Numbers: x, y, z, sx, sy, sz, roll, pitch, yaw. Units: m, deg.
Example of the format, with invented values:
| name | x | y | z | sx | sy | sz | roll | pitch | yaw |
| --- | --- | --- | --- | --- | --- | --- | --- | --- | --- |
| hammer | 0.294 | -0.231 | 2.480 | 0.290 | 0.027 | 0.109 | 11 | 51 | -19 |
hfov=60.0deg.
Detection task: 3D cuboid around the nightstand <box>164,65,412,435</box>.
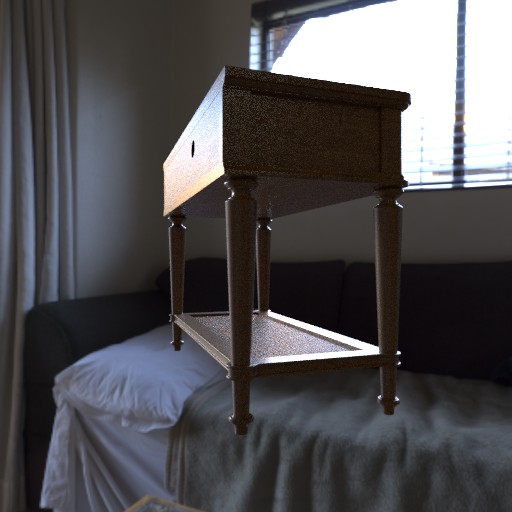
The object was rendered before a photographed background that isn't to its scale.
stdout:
| name | x | y | z | sx | sy | sz | roll | pitch | yaw |
| --- | --- | --- | --- | --- | --- | --- | --- | --- | --- |
| nightstand | 0.000 | 0.000 | 1.319 | 0.432 | 0.700 | 0.914 | 0 | 0 | -19 |
